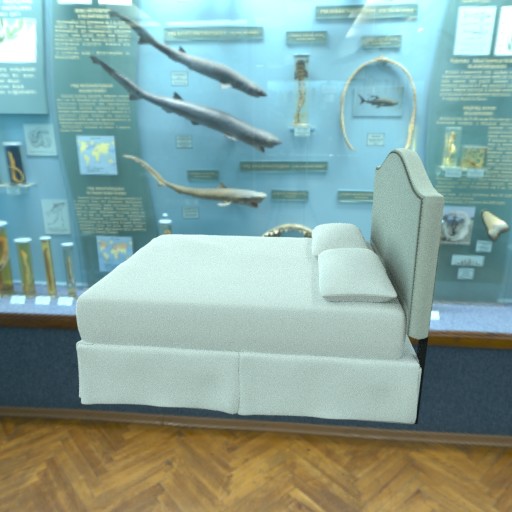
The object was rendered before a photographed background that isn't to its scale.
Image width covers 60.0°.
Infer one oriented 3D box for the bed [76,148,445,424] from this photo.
[{"bbox_3d":[0.000,0.000,3.377,2.180,1.607,1.813,2,17,6],"label":"bed"}]
